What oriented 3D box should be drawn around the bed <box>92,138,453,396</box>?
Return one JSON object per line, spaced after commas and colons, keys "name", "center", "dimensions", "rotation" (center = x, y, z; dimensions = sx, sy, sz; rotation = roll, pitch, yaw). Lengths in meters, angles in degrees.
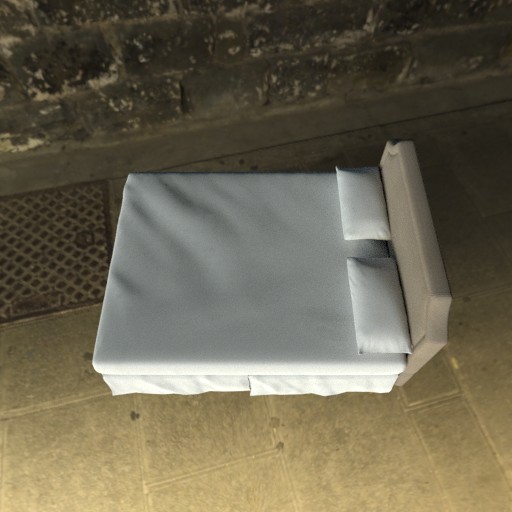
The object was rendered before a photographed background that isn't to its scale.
{"name": "bed", "center": [0.000, 0.000, 3.670], "dimensions": [2.498, 1.293, 1.977], "rotation": [0, 59, 0]}
